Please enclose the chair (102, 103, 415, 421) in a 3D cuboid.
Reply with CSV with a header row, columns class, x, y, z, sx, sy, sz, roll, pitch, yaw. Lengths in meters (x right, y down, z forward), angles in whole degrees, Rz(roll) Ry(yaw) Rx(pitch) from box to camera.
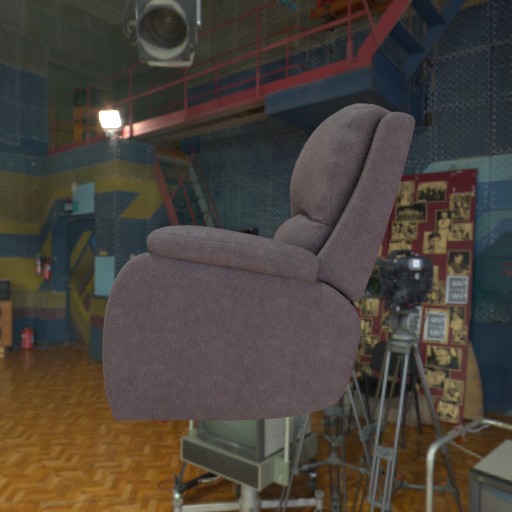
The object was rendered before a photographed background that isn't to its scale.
class,x,y,z,sx,sy,sz,roll,pitch,yaw
chair,0.000,0.000,1.676,0.899,1.011,0.930,0,0,-1
